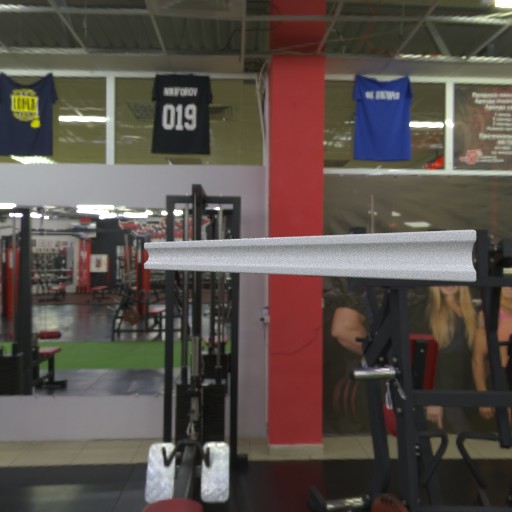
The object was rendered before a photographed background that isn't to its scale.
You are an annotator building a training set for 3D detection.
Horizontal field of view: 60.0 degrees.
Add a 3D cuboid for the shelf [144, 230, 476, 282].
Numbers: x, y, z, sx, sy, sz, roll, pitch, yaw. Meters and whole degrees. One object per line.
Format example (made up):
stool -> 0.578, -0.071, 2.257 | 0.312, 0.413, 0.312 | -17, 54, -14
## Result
shelf -> 0.000, 0.000, 0.441 | 0.296, 0.035, 0.296 | 0, 0, 0
